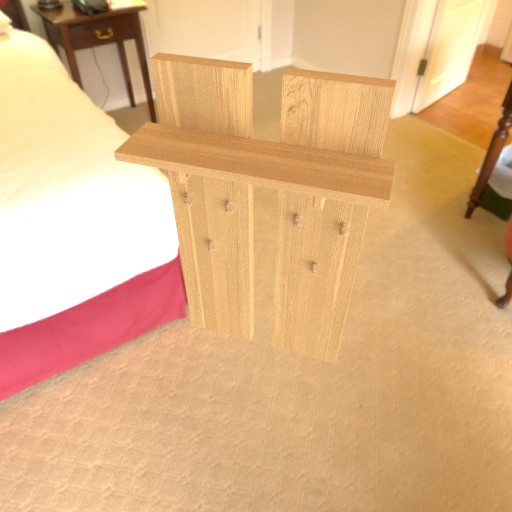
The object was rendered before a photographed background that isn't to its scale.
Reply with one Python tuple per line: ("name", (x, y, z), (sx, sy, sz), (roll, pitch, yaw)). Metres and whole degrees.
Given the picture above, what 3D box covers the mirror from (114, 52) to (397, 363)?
("mirror", (0.000, 0.000, 1.595), (0.800, 1.250, 0.260), (12, 44, 13))
